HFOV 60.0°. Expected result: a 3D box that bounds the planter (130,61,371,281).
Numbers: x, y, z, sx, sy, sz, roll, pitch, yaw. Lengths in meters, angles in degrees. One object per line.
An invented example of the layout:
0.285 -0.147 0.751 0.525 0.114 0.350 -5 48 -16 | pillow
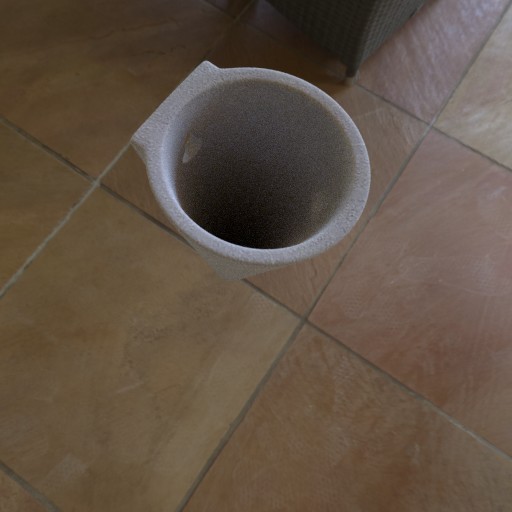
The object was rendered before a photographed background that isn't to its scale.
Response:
0.000 0.000 0.287 0.087 0.259 0.078 36 77 10 | planter
